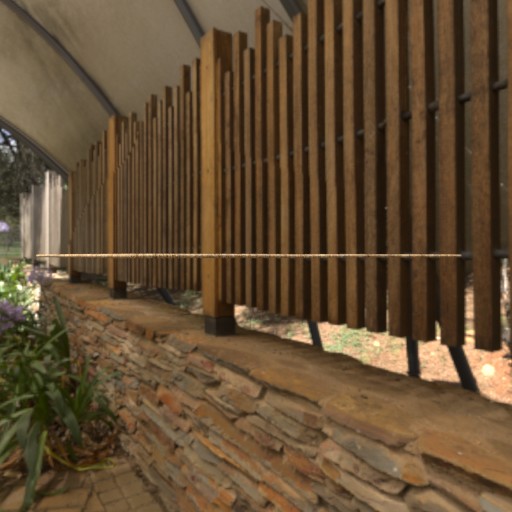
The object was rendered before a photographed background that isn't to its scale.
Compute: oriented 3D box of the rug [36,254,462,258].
[{"bbox_3d":[0.000,0.000,2.304,1.846,0.014,1.243,0,0,-38],"label":"rug"}]
